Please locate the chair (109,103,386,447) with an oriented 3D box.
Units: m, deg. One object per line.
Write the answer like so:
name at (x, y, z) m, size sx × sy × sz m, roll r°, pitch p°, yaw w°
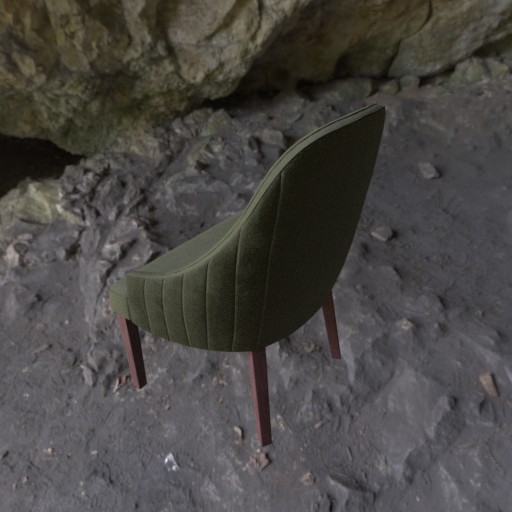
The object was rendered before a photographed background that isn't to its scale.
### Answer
chair at (0.000, 0.000, 1.270) m, size 0.575 × 0.889 × 0.643 m, roll 22°, pitch 38°, yaw 31°
